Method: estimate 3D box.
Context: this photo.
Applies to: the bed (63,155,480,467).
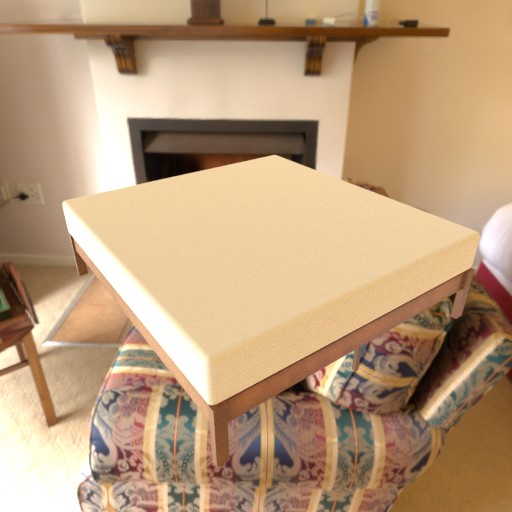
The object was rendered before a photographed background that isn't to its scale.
[{"bbox_3d":[0.000,0.000,3.053,1.930,0.616,2.049,-20,35,-31],"label":"bed"}]
